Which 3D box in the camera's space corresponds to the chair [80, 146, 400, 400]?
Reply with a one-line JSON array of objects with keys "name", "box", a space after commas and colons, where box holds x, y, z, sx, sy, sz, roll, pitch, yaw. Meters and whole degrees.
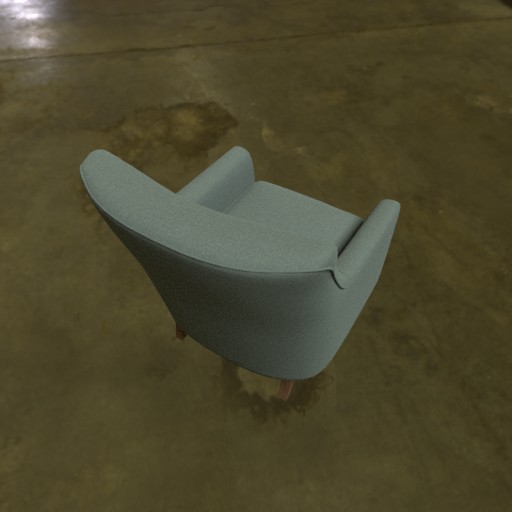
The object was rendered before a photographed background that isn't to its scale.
[{"name": "chair", "box": [0.000, 0.000, 1.579, 0.756, 0.916, 0.879, 24, 51, 22]}]
